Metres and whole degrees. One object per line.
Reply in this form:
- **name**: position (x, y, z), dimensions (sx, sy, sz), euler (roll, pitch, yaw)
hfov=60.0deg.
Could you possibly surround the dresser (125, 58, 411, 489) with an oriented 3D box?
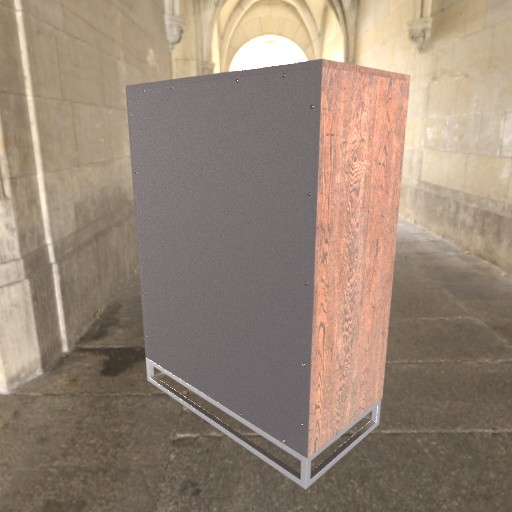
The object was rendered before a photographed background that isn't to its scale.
- **dresser**: position (0.000, 0.000, 1.790), dimensions (0.965, 1.321, 0.508), euler (15, 21, 42)
